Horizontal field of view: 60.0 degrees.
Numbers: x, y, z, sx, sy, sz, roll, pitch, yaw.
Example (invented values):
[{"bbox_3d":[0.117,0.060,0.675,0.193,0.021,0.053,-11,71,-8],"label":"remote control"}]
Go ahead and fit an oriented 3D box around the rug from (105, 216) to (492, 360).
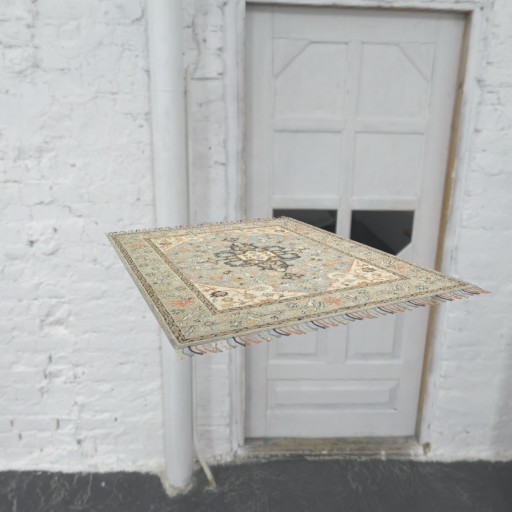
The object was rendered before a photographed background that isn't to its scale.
[{"bbox_3d":[0.000,0.000,4.196,2.379,0.011,3.221,-7,18,-24],"label":"rug"}]
